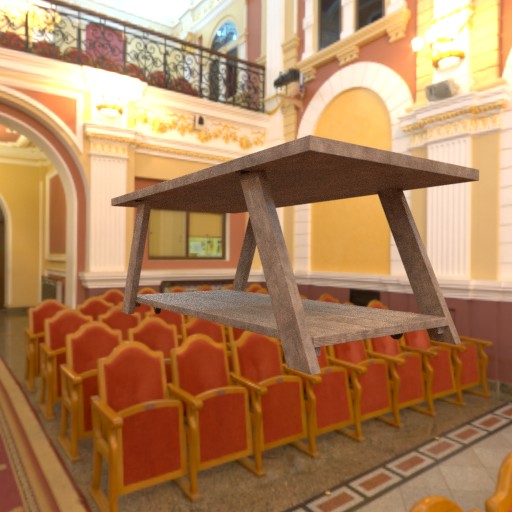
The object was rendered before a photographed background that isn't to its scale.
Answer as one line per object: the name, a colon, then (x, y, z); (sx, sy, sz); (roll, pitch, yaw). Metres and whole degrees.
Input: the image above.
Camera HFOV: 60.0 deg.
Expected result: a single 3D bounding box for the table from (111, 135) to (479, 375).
table: (0.000, 0.000, 1.516); (0.610, 0.470, 1.219); (0, 0, -35)
